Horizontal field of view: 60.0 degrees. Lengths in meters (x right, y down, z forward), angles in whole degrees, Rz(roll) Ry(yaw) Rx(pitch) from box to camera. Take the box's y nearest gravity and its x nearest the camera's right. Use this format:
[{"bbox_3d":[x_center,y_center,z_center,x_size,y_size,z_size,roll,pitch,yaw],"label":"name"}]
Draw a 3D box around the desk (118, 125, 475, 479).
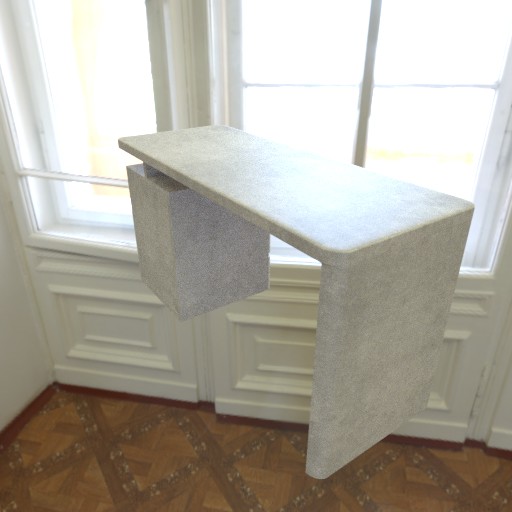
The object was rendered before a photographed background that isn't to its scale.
[{"bbox_3d":[0.000,0.000,1.772,0.550,0.755,1.400,-18,32,-31],"label":"desk"}]
